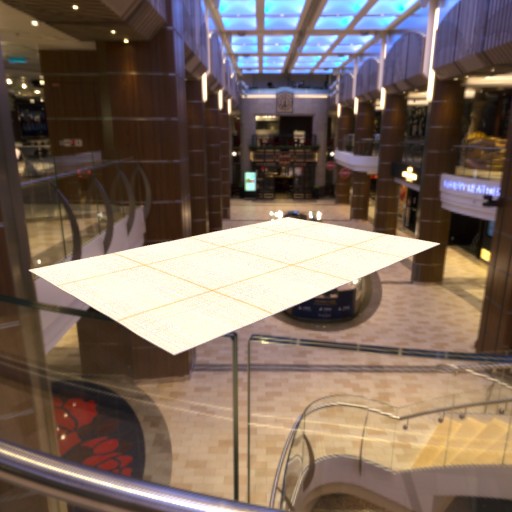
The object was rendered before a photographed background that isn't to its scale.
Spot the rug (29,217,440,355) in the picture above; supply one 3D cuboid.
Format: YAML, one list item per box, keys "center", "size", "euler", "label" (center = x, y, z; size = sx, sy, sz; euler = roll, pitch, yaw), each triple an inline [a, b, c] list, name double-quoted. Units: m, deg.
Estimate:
- center: [0.000, 0.000, 3.047]
  size: [1.527, 0.016, 2.442]
  euler: [15, 22, 43]
  label: "rug"
